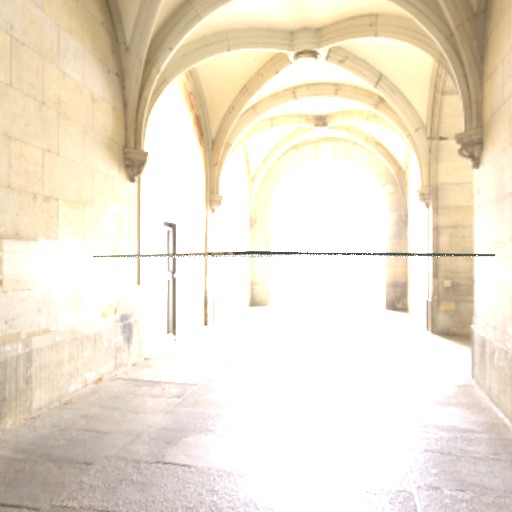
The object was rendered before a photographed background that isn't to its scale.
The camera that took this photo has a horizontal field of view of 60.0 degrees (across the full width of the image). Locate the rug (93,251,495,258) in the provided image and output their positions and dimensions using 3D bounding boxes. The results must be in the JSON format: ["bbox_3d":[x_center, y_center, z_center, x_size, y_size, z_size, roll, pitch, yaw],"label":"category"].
[{"bbox_3d":[0.000,0.000,2.284,1.212,0.010,1.811,0,-1,-33],"label":"rug"}]
